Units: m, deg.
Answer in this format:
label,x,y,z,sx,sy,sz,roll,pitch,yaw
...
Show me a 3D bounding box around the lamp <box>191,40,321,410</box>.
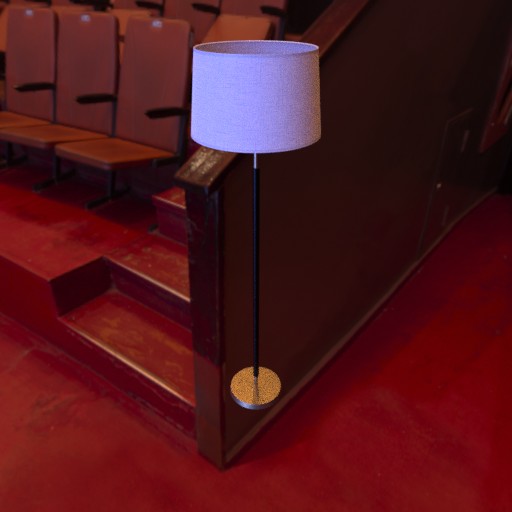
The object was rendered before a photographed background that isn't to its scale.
label,x,y,z,sx,sy,sz,roll,pitch,yaw
lamp,0.000,0.000,1.685,0.420,1.447,0.420,0,31,0
